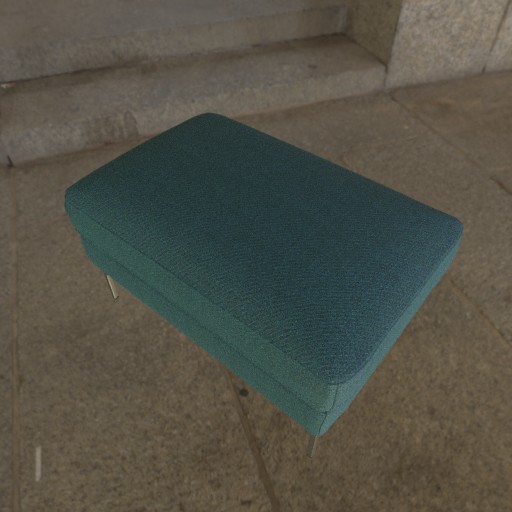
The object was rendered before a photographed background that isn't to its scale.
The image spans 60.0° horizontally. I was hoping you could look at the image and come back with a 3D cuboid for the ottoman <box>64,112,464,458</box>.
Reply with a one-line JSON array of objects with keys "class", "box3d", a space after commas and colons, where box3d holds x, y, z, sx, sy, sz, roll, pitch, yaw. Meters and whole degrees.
[{"class": "ottoman", "box3d": [0.000, 0.000, 1.197, 0.856, 0.498, 0.563, 31, 54, 26]}]
